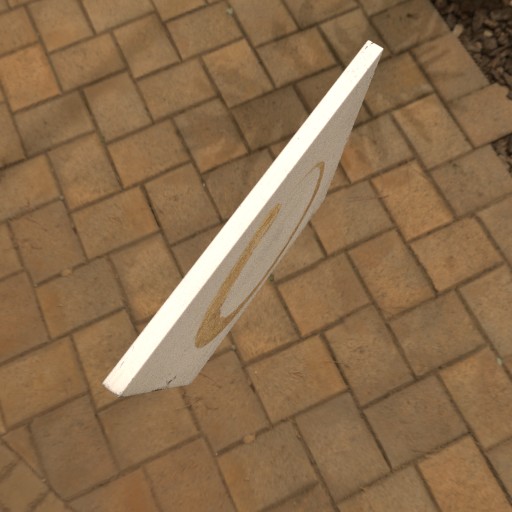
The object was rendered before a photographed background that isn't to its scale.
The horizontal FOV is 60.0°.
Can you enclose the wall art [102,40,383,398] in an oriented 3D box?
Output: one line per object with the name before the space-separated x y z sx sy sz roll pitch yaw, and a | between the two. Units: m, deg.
wall art | 0.000 0.000 1.112 0.038 0.762 0.762 35 78 8
